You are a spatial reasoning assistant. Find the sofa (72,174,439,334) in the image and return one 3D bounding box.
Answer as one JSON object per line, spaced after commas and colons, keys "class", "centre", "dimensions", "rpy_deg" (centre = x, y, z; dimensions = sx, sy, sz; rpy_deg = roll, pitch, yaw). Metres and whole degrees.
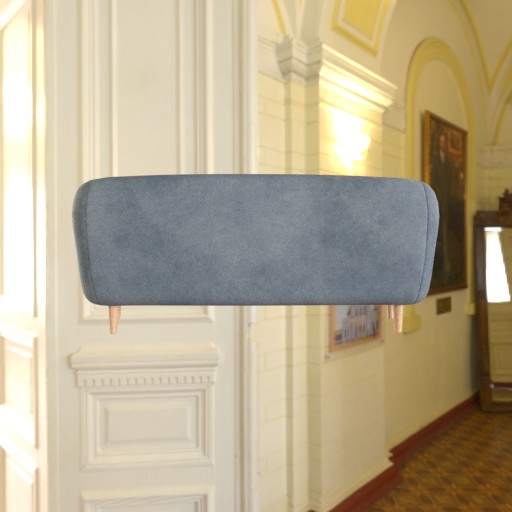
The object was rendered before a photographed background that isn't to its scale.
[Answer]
{"class": "sofa", "centre": [0.000, 0.000, 2.504], "dimensions": [2.095, 0.795, 0.849], "rpy_deg": [0, 0, -1]}
